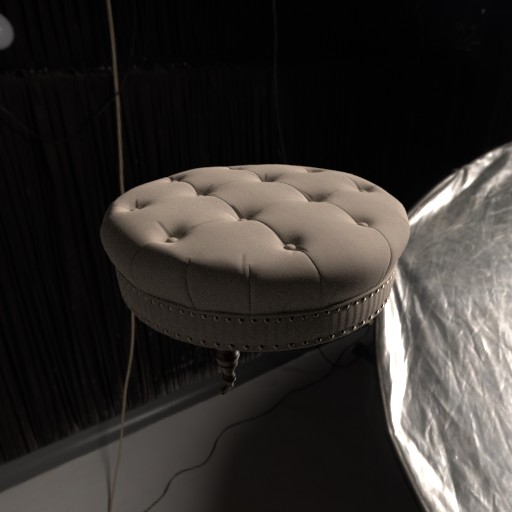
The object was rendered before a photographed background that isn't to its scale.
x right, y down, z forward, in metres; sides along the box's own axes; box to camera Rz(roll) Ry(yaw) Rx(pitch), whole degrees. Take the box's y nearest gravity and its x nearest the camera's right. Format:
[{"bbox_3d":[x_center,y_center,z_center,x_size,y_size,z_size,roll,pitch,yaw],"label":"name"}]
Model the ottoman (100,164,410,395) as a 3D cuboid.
[{"bbox_3d":[0.000,0.000,1.409,0.901,0.439,0.901,0,26,0],"label":"ottoman"}]
